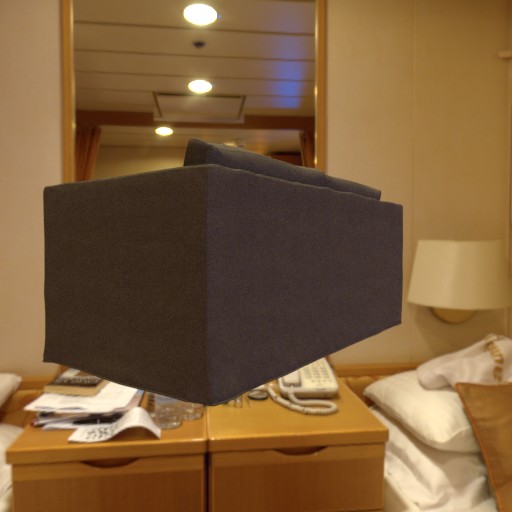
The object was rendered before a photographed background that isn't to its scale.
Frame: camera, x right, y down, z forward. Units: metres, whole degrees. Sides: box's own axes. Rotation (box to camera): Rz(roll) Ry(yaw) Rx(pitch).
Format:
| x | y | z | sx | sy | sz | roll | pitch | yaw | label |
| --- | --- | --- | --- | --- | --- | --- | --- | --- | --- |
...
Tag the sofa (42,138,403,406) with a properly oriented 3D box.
| x | y | z | sx | sy | sz | roll | pitch | yaw | label |
| --- | --- | --- | --- | --- | --- | --- | --- | --- | --- |
| 0.000 | 0.000 | 2.288 | 0.974 | 0.854 | 1.802 | 1 | 2 | 36 | sofa |
